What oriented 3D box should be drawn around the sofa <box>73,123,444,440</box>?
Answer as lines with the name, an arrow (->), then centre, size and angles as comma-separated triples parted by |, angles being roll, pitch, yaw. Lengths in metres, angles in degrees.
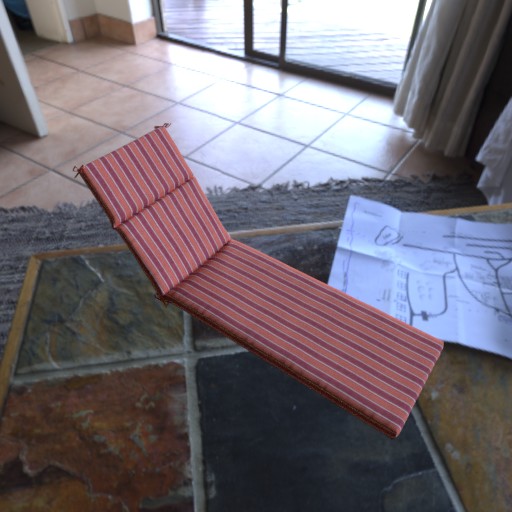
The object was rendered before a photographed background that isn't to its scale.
sofa -> 0.000, 0.000, 1.963 | 1.663, 0.622, 0.582 | 26, 49, 26
